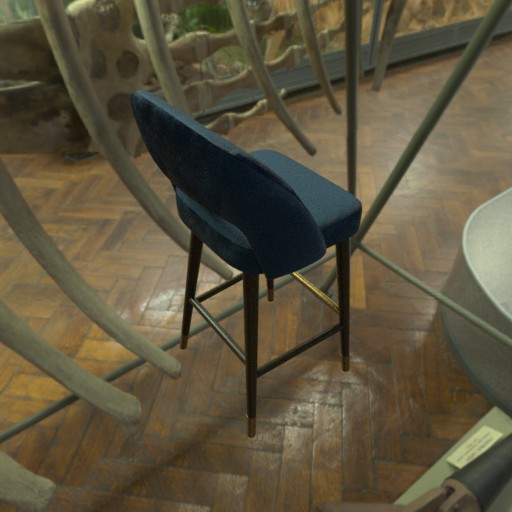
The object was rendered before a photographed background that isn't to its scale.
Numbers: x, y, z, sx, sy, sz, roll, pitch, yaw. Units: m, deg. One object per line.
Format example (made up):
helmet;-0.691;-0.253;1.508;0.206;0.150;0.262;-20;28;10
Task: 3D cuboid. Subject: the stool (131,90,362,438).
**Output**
stool;0.000;0.000;1.326;0.515;1.016;0.514;-25;46;-27
